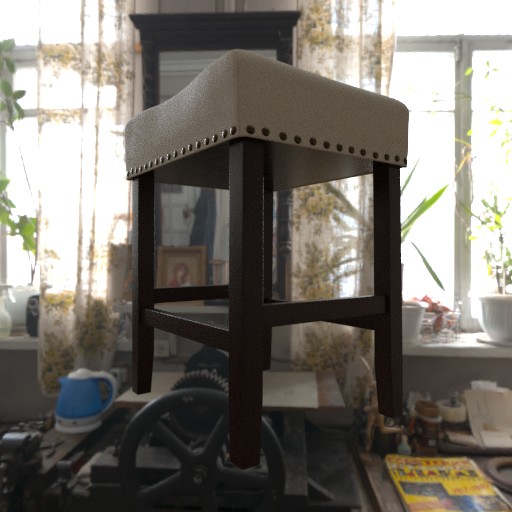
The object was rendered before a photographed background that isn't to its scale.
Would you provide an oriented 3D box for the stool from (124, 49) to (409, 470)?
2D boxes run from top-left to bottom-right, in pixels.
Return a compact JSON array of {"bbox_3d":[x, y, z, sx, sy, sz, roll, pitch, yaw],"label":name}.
[{"bbox_3d":[0.000,0.000,0.921,0.401,0.609,0.471,0,0,-36],"label":"stool"}]
